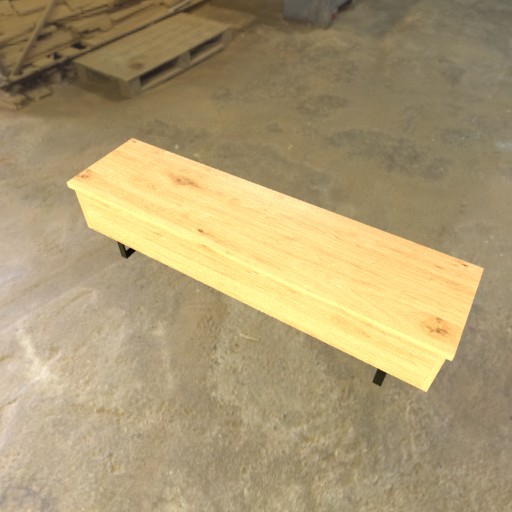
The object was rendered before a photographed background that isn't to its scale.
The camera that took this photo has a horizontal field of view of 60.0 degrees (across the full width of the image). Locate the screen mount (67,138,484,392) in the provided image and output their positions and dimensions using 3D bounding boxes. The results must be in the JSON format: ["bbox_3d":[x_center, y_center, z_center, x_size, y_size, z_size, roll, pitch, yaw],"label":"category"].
[{"bbox_3d":[0.000,0.000,1.956,1.700,0.430,0.450,24,51,21],"label":"screen mount"}]
